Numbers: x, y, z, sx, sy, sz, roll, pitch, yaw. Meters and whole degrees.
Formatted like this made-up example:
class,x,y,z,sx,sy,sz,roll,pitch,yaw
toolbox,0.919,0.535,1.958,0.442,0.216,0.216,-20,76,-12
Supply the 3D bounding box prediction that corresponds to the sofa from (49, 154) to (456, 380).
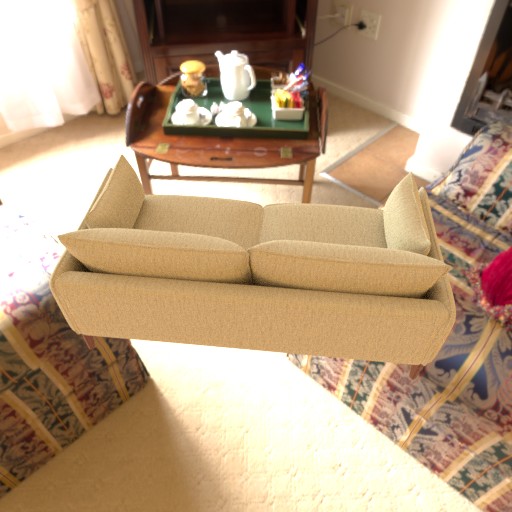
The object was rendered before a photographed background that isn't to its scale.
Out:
class,x,y,z,sx,sy,sz,roll,pitch,yaw
sofa,0.000,0.000,2.540,1.989,0.860,0.991,4,47,4
